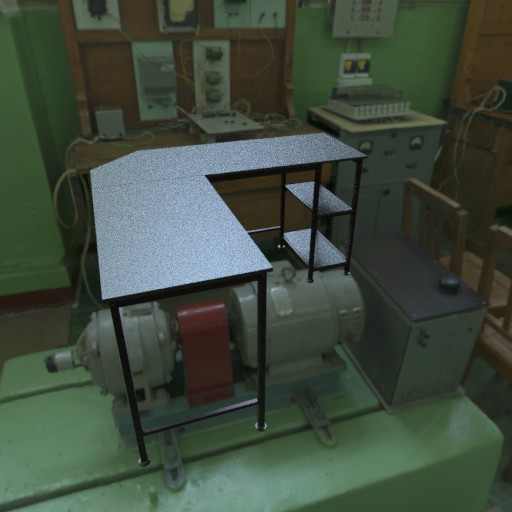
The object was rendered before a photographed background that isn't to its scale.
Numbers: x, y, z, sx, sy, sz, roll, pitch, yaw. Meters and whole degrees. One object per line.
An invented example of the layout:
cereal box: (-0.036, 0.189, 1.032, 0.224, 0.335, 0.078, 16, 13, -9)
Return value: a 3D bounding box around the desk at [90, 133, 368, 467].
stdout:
desk: (0.000, 0.000, 2.155, 1.379, 0.739, 1.379, -10, 31, -17)
